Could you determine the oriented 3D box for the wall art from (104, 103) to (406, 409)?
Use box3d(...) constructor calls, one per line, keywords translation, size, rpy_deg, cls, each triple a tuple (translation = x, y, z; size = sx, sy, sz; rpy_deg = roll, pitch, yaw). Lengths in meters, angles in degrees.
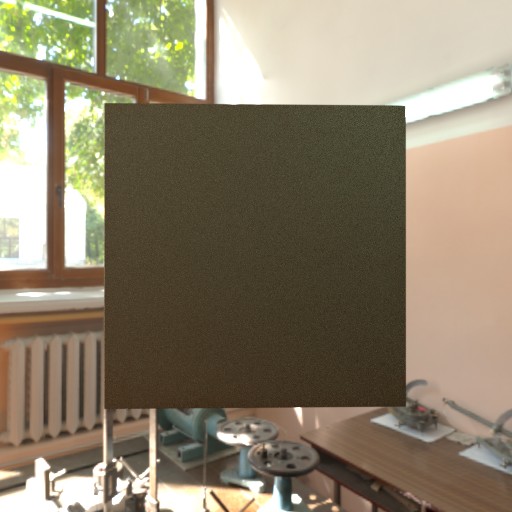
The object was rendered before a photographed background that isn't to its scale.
box3d(translation=(0.000, 0.000, 0.758), size=(0.503, 0.506, 0.040), rpy_deg=(0, 0, -1), cls="wall art")
